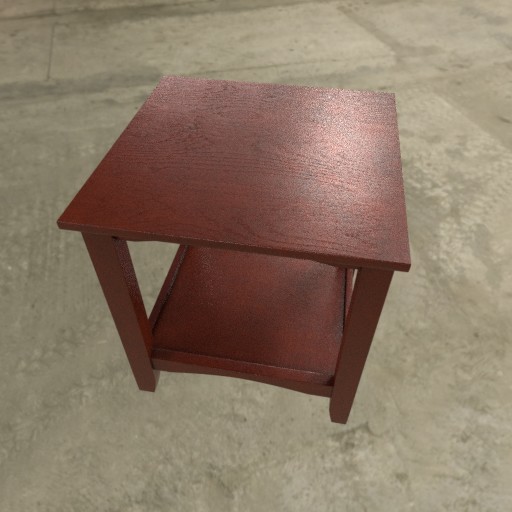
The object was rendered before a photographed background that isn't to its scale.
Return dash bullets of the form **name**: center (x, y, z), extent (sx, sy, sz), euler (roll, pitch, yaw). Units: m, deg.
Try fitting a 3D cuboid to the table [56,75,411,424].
- **table**: center (0.000, 0.000, 0.983), extent (0.523, 0.558, 0.522), euler (9, 46, 9)
